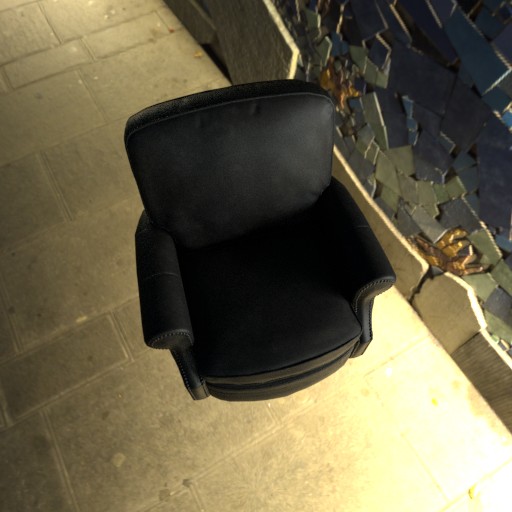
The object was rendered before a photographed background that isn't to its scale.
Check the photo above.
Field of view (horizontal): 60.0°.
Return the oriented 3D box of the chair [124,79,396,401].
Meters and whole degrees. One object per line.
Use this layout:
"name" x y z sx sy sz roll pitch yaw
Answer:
"chair" 0.000 0.000 1.760 0.936 1.018 0.986 -13 63 -7
